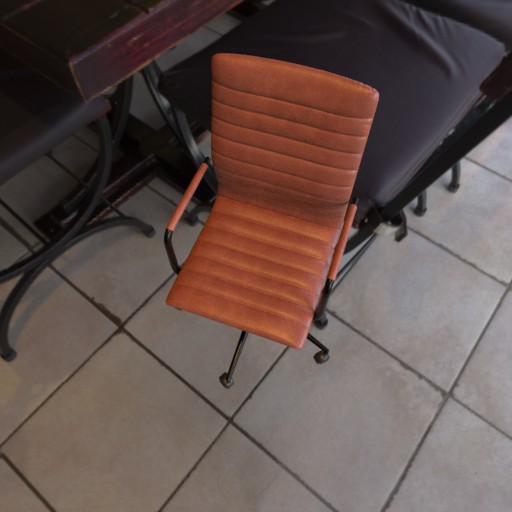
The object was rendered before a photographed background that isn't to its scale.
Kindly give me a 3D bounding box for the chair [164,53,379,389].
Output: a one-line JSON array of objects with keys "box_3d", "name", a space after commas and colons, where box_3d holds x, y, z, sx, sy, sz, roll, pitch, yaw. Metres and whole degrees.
[{"box_3d": [0.000, 0.000, 1.282, 0.600, 0.878, 0.578, 17, 60, 10], "name": "chair"}]
